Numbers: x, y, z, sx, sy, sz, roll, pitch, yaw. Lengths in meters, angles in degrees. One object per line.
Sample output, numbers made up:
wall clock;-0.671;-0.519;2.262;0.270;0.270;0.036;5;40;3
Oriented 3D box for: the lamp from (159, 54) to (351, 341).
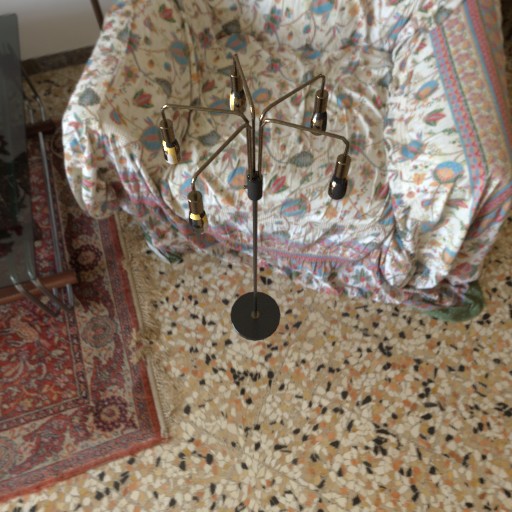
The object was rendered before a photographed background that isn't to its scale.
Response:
lamp;0.000;0.000;1.998;0.572;1.721;0.599;33;68;15
